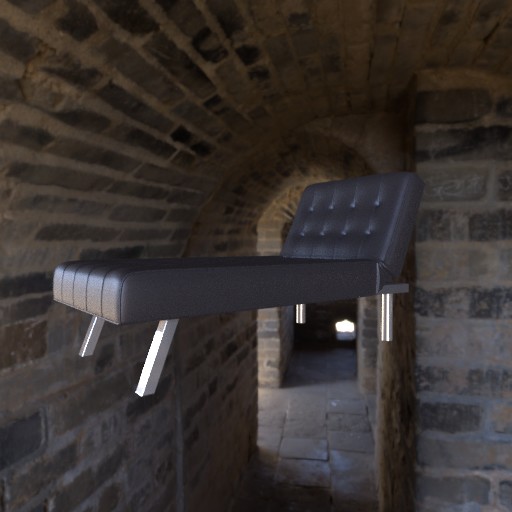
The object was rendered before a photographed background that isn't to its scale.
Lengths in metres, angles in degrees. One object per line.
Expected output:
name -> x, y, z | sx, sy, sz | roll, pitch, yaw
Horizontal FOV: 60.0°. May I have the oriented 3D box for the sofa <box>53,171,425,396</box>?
sofa -> 0.000, 0.000, 2.016 | 1.560, 0.820, 0.760 | -1, 2, -38
